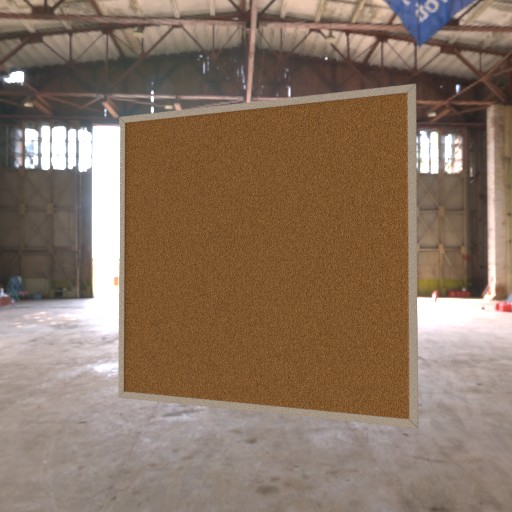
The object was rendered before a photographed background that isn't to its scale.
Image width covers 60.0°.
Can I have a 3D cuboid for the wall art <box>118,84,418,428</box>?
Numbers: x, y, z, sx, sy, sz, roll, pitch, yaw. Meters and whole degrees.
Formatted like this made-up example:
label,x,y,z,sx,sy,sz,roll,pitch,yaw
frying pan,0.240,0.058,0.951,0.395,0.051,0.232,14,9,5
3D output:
label,x,y,z,sx,sy,sz,roll,pitch,yaw
wall art,0.000,0.000,0.744,0.508,0.508,0.037,0,-1,17
